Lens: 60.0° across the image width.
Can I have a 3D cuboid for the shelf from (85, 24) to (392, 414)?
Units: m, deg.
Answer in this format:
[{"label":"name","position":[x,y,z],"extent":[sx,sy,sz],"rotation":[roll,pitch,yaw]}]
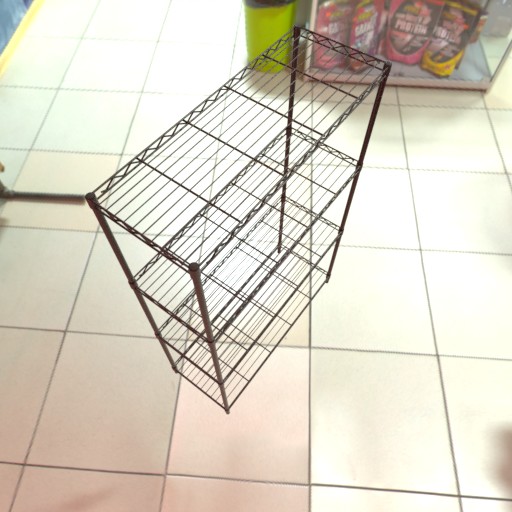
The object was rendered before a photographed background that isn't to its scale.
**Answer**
[{"label":"shelf","position":[0.000,0.000,1.766],"extent":[0.352,1.361,0.907],"rotation":[32,63,19]}]
